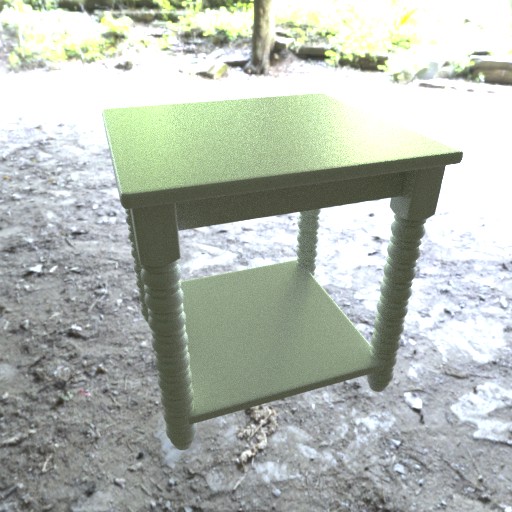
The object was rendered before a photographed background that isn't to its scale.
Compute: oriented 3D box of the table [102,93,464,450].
[{"bbox_3d":[0.000,0.000,0.972,0.533,0.563,0.500,-10,33,-16],"label":"table"}]
